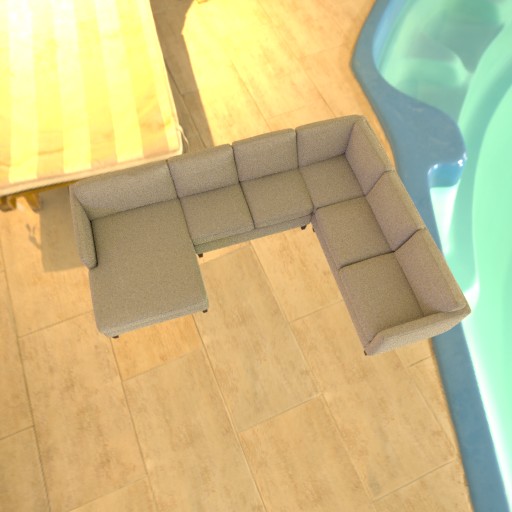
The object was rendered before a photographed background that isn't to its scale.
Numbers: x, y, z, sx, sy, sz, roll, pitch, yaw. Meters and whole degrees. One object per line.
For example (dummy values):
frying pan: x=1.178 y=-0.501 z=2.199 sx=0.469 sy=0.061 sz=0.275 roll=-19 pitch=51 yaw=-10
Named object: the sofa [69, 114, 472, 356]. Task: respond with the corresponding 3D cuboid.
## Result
sofa: x=0.000 y=0.000 z=4.645 sx=3.460 sy=0.959 sz=2.593 roll=-15 pitch=65 yaw=-7
